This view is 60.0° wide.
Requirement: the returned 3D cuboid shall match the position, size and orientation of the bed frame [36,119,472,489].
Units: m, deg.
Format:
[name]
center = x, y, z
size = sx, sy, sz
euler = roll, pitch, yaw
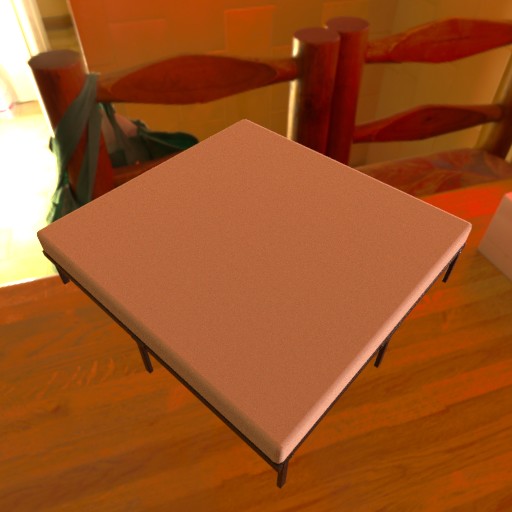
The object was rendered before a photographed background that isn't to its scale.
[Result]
[bed frame]
center = 0.000, 0.000, 3.871
size = 2.635, 0.680, 2.526
euler = 33, 54, 28
